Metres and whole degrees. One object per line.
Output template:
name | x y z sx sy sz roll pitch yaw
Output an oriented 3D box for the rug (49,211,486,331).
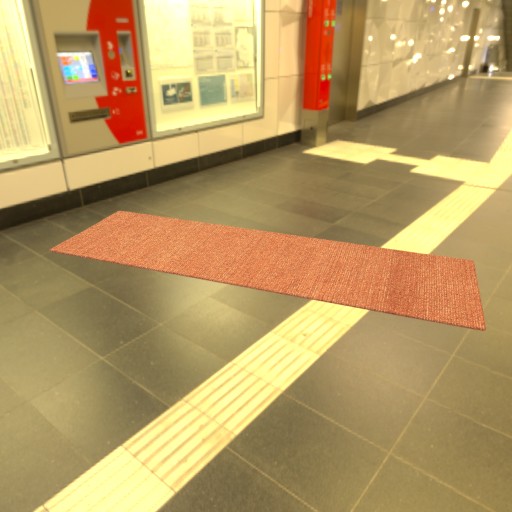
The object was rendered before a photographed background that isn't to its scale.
rug | 0.000 0.000 2.502 2.307 0.012 0.687 9 28 18
